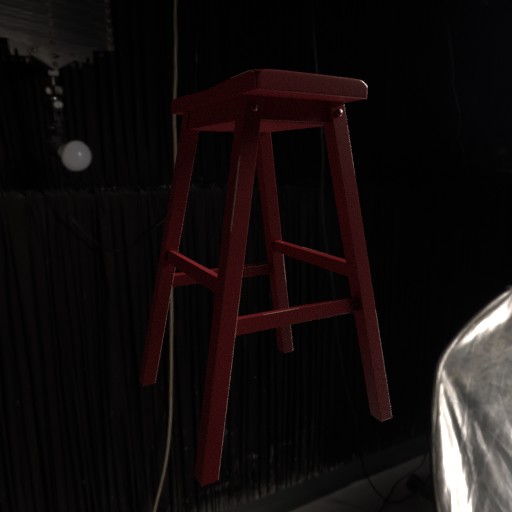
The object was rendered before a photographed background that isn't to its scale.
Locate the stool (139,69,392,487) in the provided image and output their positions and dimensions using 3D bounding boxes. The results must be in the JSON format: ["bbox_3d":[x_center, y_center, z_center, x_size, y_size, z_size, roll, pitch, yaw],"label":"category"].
[{"bbox_3d":[0.000,0.000,1.045,0.476,0.737,0.457,-6,14,-28],"label":"stool"}]
